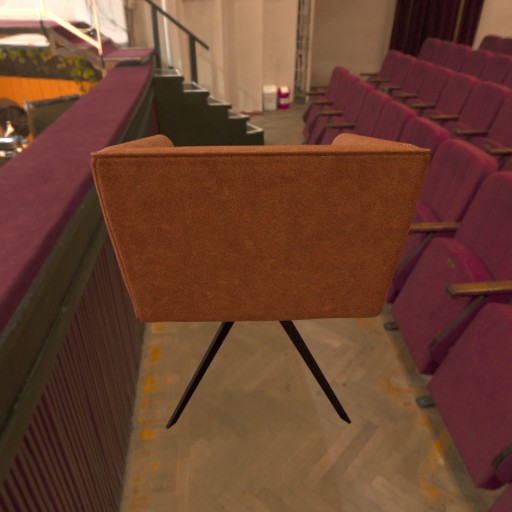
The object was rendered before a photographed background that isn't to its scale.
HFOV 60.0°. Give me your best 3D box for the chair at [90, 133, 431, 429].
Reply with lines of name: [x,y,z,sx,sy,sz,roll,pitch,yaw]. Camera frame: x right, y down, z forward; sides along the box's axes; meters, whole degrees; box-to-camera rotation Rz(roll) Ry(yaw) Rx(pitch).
chair: [0.000,0.000,1.184,0.588,0.760,0.625,-1,30,-2]
